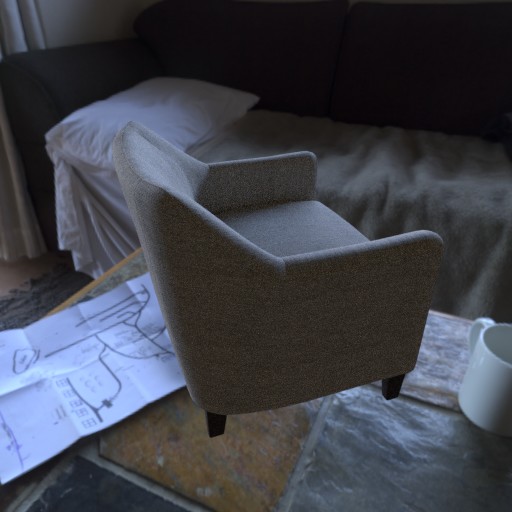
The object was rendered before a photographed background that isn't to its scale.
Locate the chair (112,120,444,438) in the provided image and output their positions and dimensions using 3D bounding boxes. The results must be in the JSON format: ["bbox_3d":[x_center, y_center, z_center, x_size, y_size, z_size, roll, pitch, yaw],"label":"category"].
[{"bbox_3d":[0.000,0.000,1.401,0.758,0.761,0.796,-10,32,-17],"label":"chair"}]
